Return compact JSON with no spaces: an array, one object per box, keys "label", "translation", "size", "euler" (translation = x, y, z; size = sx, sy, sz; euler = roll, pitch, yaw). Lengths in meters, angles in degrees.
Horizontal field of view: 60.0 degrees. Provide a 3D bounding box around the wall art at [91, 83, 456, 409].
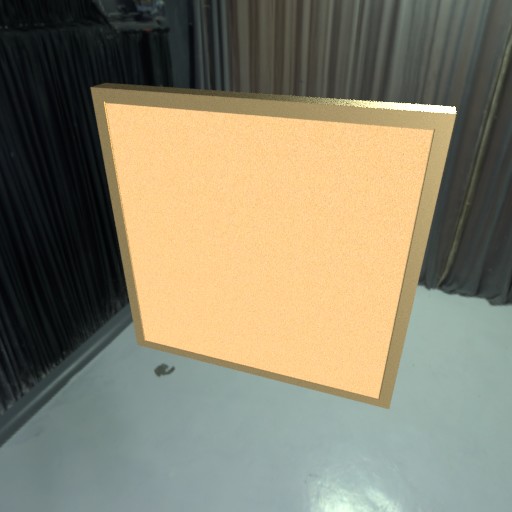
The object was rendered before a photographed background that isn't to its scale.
[{"label":"wall art","translation":[0.000,0.000,1.857],"size":[1.284,1.284,0.095],"euler":[10,32,16]}]
